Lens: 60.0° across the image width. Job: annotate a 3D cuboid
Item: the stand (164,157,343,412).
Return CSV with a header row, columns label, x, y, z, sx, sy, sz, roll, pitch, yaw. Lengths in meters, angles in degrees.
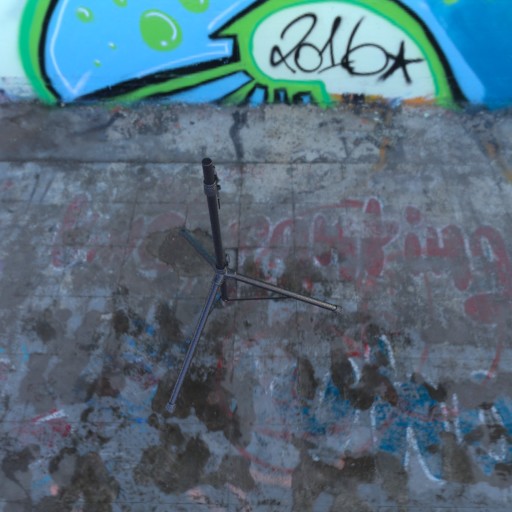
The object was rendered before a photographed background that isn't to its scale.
label,x,y,z,sx,sy,sz,roll,pitch,yaw
stand,0.000,0.000,1.872,0.907,1.136,1.045,0,58,0
